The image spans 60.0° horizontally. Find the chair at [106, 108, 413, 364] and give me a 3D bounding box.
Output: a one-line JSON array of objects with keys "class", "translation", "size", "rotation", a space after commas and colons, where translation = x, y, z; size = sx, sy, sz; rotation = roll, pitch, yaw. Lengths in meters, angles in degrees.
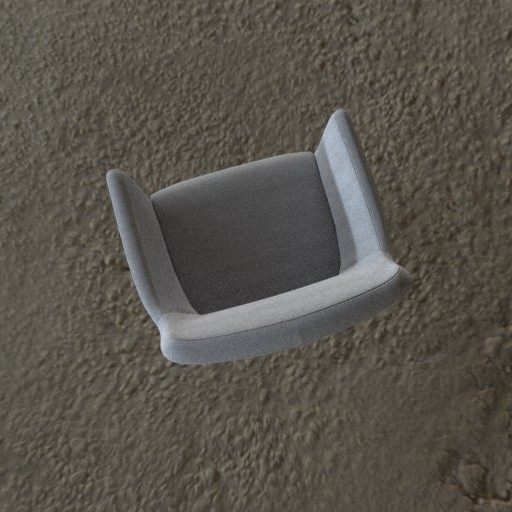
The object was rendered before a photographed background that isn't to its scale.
[{"class": "chair", "translation": [0.000, 0.000, 1.176], "size": [0.570, 0.780, 0.540], "rotation": [-16, 75, -4]}]
